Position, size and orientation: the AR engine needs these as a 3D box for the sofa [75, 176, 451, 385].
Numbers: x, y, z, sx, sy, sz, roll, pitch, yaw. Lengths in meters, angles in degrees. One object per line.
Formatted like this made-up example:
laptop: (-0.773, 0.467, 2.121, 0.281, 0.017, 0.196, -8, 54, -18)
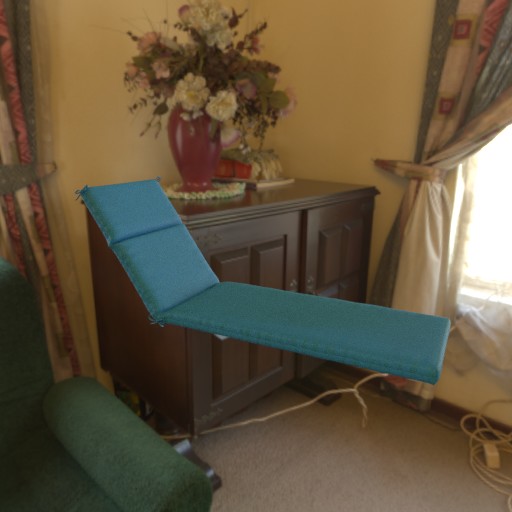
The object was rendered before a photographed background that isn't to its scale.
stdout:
sofa: (0.000, 0.000, 2.023, 1.663, 0.622, 0.582, 8, 17, 26)
